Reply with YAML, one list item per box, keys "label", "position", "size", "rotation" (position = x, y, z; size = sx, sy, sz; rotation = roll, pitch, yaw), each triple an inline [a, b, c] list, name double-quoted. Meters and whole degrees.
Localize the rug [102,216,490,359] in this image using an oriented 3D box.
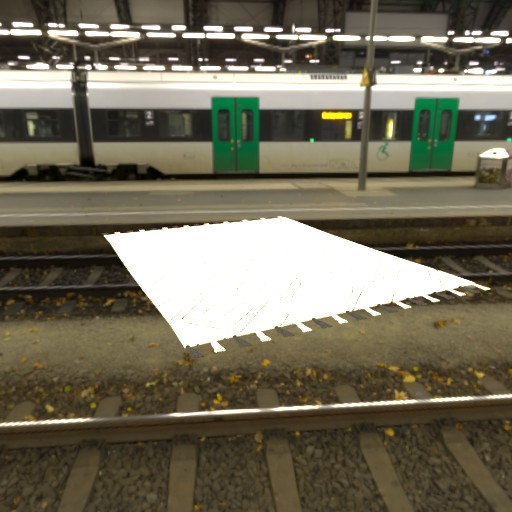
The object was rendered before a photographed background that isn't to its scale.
- label: "rug"
  position: [0.000, 0.000, 4.191]
  size: [2.342, 0.026, 3.221]
  rotation: [-8, 18, -25]
